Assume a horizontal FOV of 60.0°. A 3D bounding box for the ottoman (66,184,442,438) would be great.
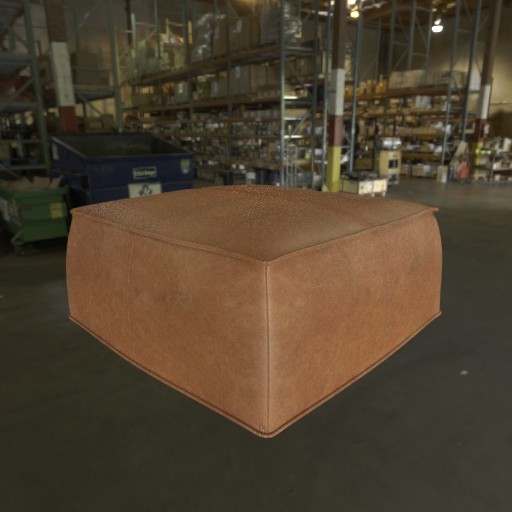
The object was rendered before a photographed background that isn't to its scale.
[{"bbox_3d":[0.000,0.000,1.376,0.902,0.395,0.901,14,21,41],"label":"ottoman"}]
